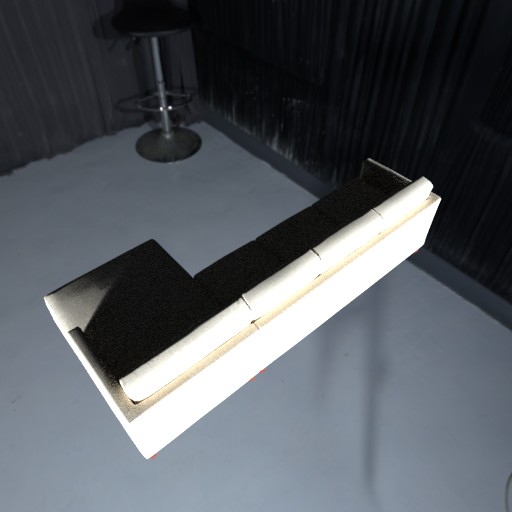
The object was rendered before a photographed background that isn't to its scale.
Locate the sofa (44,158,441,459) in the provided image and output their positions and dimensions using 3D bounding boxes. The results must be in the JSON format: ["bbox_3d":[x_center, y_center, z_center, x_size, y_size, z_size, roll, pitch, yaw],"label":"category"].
[{"bbox_3d":[0.000,0.000,4.156,3.471,0.954,1.603,-32,54,-27],"label":"sofa"}]
